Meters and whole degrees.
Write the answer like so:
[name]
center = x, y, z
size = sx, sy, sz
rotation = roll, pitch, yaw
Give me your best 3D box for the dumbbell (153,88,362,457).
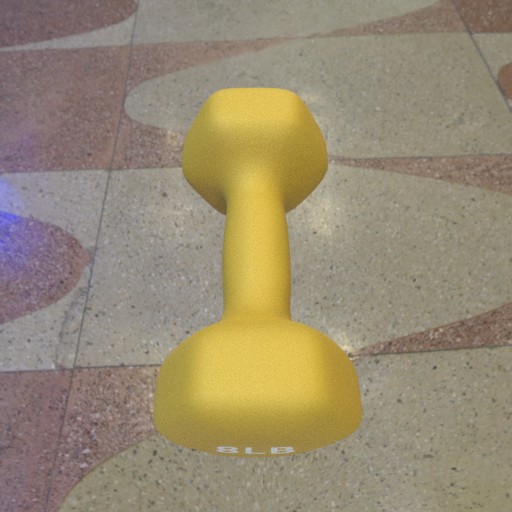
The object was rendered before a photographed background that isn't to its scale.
[dumbbell]
center = 0.000, 0.000, 0.232
size = 0.090, 0.082, 0.190
rotation = 0, 57, 0
